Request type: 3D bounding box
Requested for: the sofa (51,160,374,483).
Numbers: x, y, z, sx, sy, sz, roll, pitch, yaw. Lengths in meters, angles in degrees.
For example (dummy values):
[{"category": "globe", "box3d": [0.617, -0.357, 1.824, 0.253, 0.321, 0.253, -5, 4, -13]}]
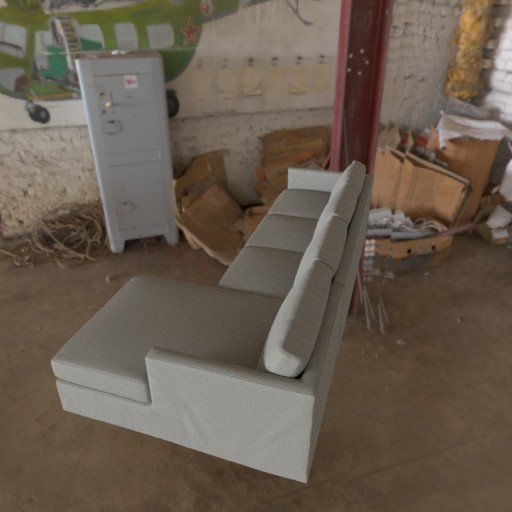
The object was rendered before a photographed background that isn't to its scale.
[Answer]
[{"category": "sofa", "box3d": [0.000, 0.000, 3.733, 1.622, 0.867, 3.177, 9, 32, 15]}]
